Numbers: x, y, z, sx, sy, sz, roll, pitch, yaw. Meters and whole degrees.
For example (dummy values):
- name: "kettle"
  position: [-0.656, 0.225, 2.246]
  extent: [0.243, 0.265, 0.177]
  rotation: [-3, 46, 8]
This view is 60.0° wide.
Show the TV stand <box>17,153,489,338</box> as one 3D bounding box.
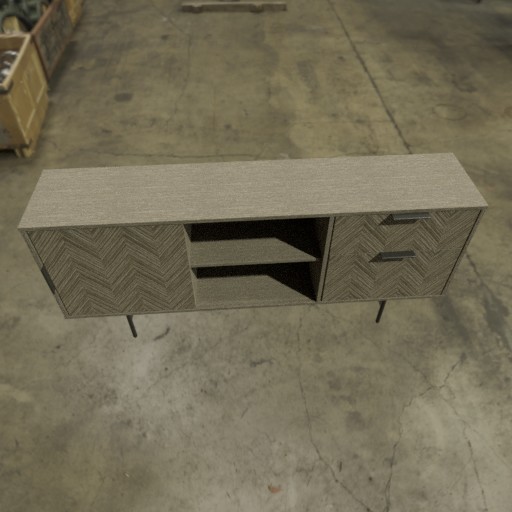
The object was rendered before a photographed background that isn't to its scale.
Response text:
- name: "TV stand"
  position: [0.000, 0.000, 2.093]
  extent: [1.804, 0.787, 0.405]
  rotation: [-3, 46, -3]
